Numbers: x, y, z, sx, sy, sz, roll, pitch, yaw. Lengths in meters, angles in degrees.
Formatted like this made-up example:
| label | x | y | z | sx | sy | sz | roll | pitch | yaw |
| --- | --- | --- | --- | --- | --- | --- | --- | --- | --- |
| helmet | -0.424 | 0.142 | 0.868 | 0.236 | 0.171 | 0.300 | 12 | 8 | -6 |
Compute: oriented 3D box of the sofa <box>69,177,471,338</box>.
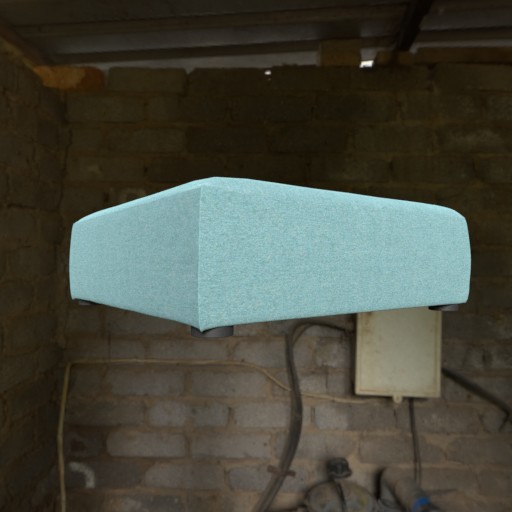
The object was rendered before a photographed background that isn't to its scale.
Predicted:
| label | x | y | z | sx | sy | sz | roll | pitch | yaw |
| --- | --- | --- | --- | --- | --- | --- | --- | --- | --- |
| sofa | 0.000 | 0.000 | 1.442 | 0.930 | 0.330 | 0.930 | 1 | -1 | -36 |
